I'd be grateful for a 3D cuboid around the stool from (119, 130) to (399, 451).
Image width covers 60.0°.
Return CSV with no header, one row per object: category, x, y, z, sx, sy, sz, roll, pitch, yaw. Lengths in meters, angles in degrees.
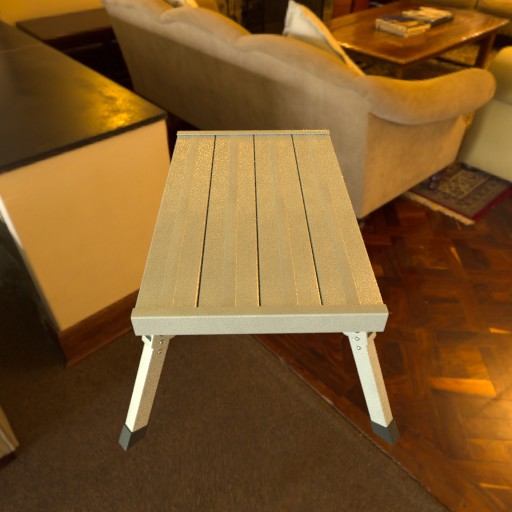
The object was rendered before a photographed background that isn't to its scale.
stool,0.000,0.000,0.727,0.385,0.225,0.535,-1,41,-1
